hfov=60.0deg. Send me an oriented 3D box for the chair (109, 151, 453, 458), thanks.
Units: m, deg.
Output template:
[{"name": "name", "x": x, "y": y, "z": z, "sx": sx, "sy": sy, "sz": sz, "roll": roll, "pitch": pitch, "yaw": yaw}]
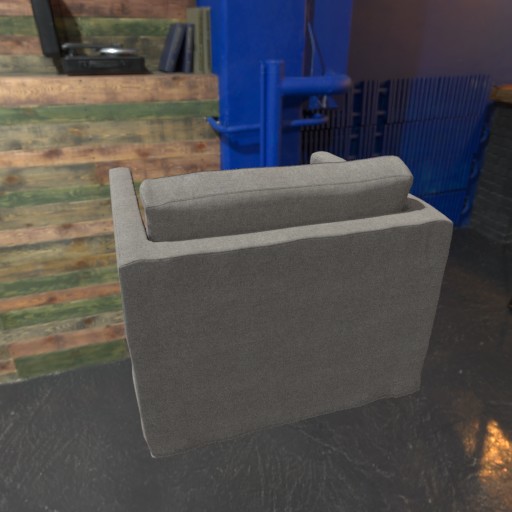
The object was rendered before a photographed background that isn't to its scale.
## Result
[{"name": "chair", "x": 0.000, "y": 0.000, "z": 1.750, "sx": 1.057, "sy": 0.863, "sz": 0.949, "roll": -8, "pitch": 28, "yaw": -16}]
